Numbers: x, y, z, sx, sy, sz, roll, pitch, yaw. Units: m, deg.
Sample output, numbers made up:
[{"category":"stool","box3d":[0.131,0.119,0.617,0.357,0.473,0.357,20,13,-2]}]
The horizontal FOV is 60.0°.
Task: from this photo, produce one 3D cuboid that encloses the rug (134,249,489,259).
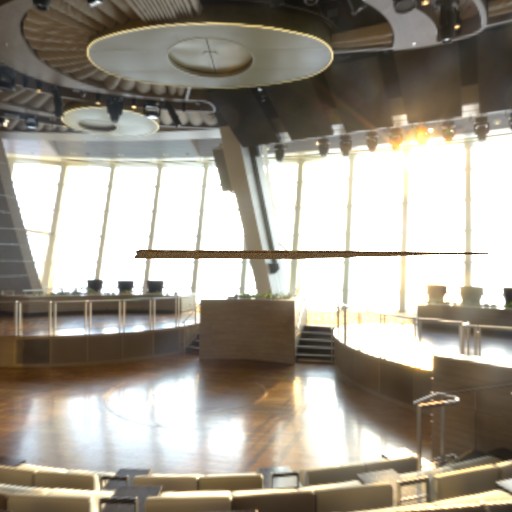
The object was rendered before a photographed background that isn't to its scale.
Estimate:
[{"category":"rug","box3d":[0.000,0.000,2.174,1.152,0.013,1.761,0,-1,-16]}]
